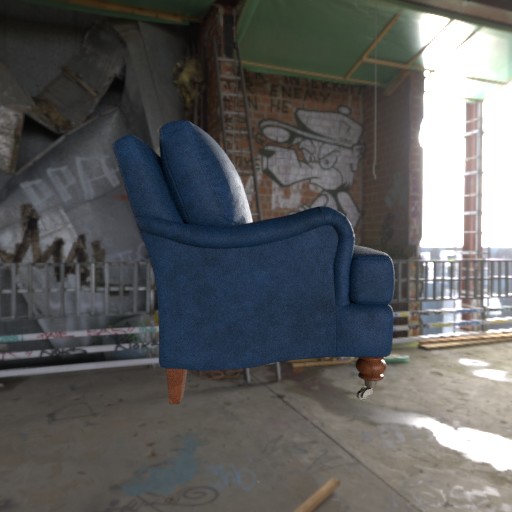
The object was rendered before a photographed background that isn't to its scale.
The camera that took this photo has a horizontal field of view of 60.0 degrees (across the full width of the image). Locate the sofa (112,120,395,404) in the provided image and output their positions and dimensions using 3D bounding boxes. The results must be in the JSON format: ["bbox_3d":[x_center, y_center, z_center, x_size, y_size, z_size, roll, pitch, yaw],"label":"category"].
[{"bbox_3d":[0.000,0.000,2.546,1.084,1.101,1.853,0,1,0],"label":"sofa"}]
